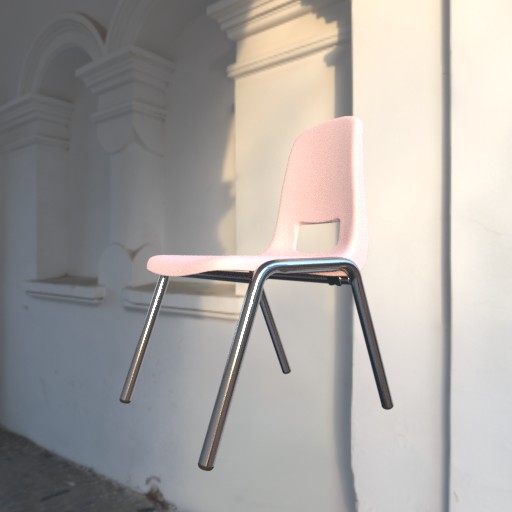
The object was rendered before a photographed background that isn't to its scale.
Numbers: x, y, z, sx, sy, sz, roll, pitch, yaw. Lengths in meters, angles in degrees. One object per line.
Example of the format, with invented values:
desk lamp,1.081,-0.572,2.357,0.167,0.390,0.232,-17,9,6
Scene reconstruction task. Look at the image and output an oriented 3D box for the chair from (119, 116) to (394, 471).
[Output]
chair,0.000,0.000,0.858,0.423,0.586,0.354,0,0,-35
